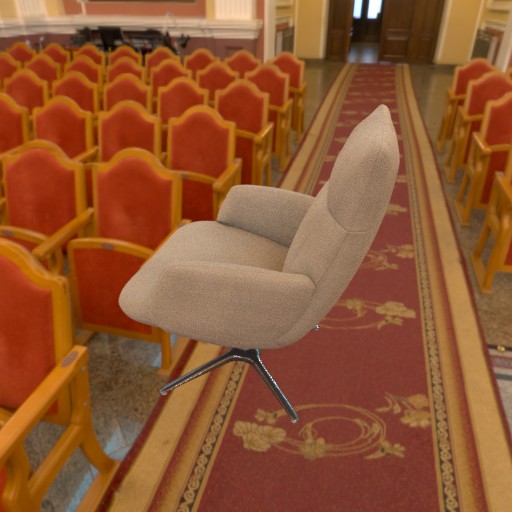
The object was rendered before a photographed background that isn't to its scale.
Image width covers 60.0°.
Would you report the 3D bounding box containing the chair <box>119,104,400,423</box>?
[{"bbox_3d":[0.000,0.000,1.623,0.889,1.016,0.711,7,31,13],"label":"chair"}]
